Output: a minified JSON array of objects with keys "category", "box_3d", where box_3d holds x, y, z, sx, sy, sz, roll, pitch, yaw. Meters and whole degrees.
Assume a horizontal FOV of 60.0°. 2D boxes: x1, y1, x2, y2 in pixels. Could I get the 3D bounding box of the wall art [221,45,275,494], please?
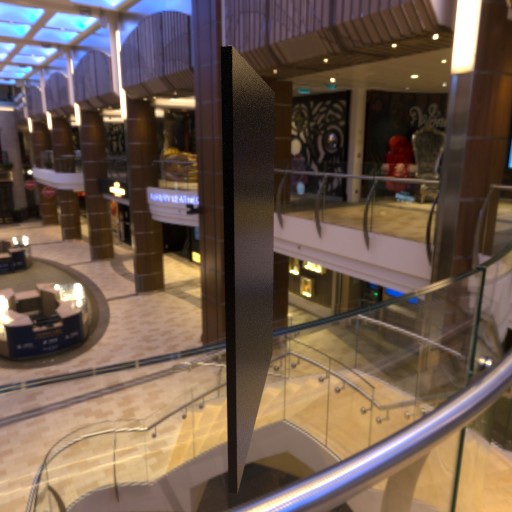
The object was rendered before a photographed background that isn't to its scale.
[{"category":"wall art","box_3d":[0.000,0.000,0.768,0.013,0.582,0.442,2,14,8]}]
